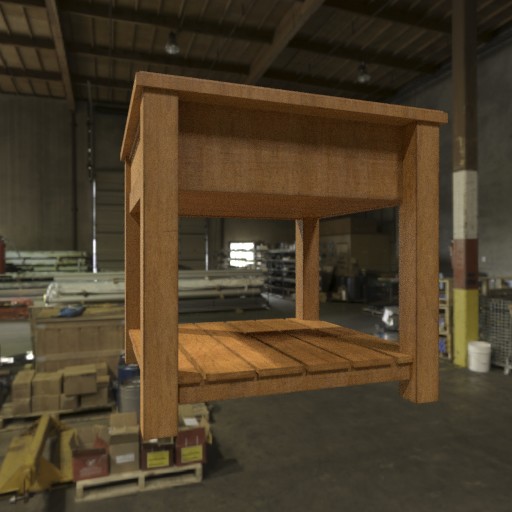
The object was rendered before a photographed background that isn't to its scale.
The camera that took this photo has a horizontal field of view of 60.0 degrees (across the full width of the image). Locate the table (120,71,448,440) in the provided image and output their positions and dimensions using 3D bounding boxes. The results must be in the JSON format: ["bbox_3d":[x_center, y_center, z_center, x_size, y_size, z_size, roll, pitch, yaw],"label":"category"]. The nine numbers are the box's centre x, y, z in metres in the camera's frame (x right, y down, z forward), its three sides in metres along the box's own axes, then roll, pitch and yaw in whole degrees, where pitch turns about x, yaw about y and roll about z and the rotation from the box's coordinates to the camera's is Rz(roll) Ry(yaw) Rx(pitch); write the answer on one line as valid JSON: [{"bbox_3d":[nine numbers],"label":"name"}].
[{"bbox_3d":[0.000,0.000,1.092,0.616,0.593,0.612,0,0,-19],"label":"table"}]
